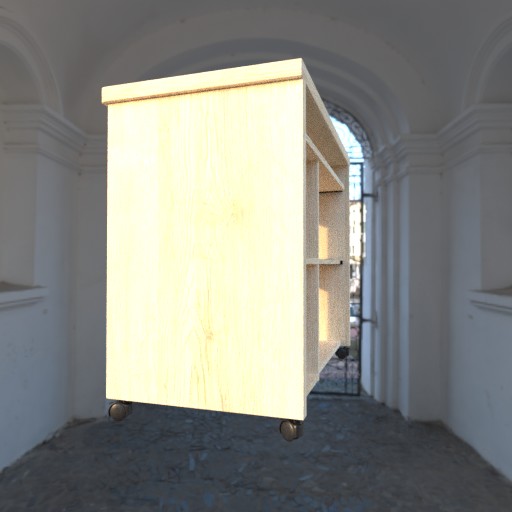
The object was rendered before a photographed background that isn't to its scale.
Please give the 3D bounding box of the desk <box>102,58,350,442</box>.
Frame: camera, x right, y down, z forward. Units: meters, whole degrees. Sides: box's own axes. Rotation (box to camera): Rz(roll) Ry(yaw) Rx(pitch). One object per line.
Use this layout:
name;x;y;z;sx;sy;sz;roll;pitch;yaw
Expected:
desk;0.000;0.000;1.369;0.480;0.770;0.885;0;-1;18
